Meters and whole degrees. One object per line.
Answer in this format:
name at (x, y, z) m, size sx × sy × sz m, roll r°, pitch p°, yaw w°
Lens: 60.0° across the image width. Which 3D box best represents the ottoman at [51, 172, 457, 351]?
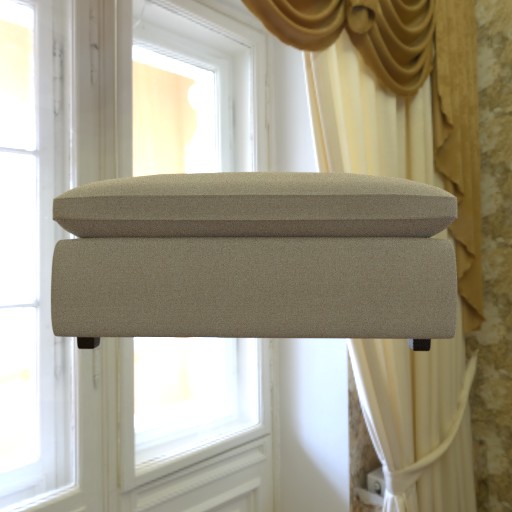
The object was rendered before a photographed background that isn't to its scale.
ottoman at (0.000, 0.000, 1.356) m, size 0.984 × 0.453 × 0.686 m, roll 0°, pitch 0°, yaw 2°
